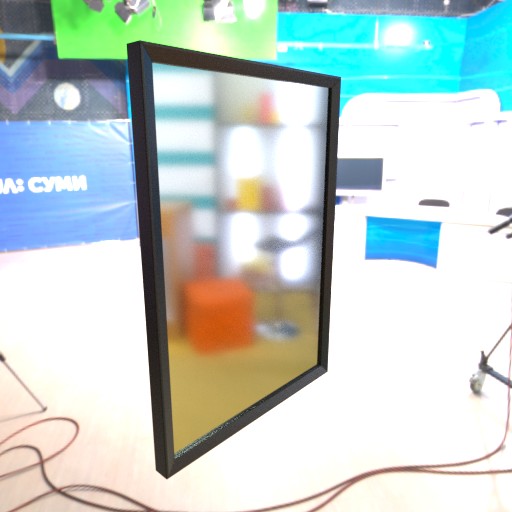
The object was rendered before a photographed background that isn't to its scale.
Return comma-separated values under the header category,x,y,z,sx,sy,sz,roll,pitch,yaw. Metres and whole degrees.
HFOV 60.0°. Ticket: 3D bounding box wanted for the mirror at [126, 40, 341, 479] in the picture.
category,x,y,z,sx,sy,sz,roll,pitch,yaw
mirror,0.000,0.000,0.883,0.039,0.710,0.507,13,20,41
